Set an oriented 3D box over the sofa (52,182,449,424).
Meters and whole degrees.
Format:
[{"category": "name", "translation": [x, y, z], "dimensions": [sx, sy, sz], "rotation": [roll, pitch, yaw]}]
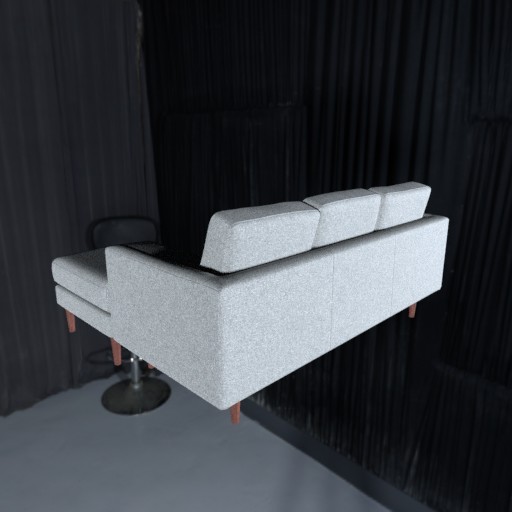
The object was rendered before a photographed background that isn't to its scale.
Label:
[{"category": "sofa", "translation": [0.000, 0.000, 2.933], "dimensions": [2.055, 0.957, 1.667], "rotation": [-15, 21, -43]}]
